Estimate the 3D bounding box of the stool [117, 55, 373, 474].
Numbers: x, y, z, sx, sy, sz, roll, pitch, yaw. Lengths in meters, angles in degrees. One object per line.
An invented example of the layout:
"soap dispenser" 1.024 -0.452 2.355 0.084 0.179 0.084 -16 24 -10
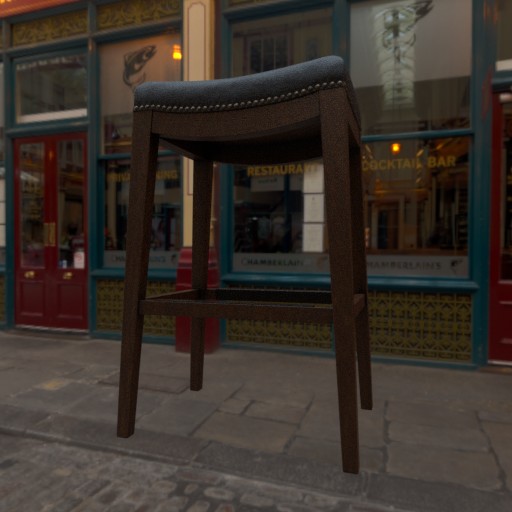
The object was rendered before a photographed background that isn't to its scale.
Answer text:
"stool" 0.000 0.000 1.024 0.500 0.765 0.361 0 0 19
